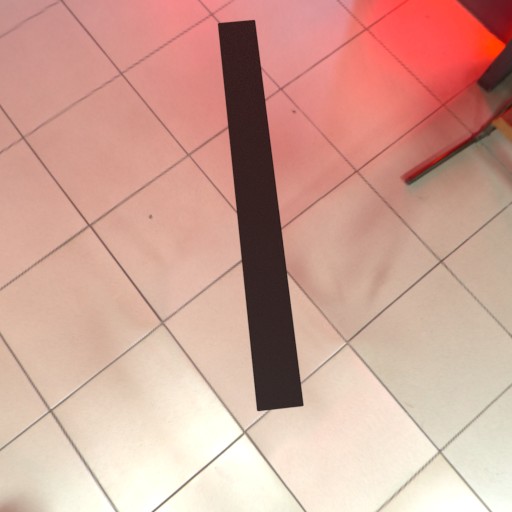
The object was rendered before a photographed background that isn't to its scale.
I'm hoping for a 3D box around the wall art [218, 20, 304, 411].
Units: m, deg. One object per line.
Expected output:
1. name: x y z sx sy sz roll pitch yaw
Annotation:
1. wall art: 0.000 0.000 0.496 0.030 0.369 0.294 -6 76 -1
